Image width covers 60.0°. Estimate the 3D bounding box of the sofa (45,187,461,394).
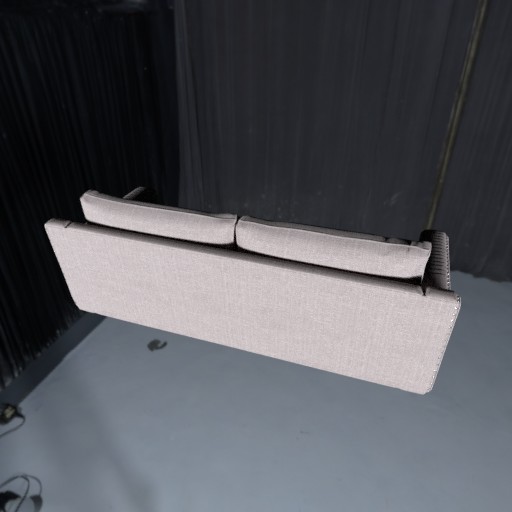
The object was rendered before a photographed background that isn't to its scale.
[{"bbox_3d":[0.000,0.000,2.745,2.208,0.857,1.000,10,34,16],"label":"sofa"}]
